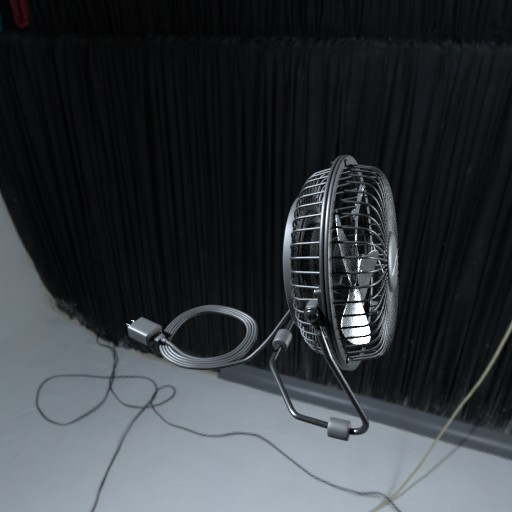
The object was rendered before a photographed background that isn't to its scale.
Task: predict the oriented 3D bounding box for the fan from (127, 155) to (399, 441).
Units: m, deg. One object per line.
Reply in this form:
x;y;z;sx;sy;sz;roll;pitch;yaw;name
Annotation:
0.000;0.000;0.315;0.202;0.152;0.153;10;31;18;fan
